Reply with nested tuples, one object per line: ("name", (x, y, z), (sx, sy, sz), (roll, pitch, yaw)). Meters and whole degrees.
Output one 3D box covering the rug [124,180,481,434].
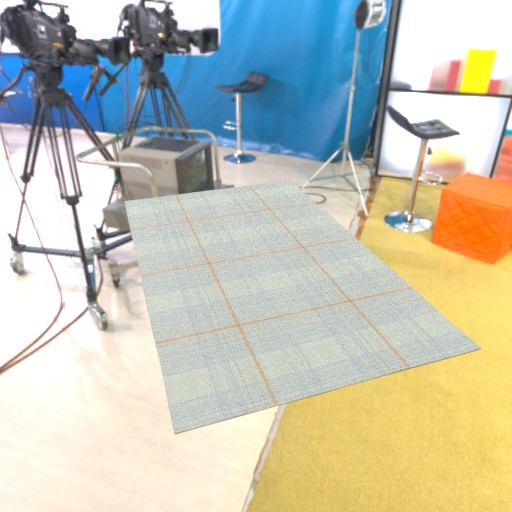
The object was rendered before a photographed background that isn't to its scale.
("rug", (0.000, 0.000, 2.977), (1.527, 0.016, 2.442), (-10, 32, -16))
